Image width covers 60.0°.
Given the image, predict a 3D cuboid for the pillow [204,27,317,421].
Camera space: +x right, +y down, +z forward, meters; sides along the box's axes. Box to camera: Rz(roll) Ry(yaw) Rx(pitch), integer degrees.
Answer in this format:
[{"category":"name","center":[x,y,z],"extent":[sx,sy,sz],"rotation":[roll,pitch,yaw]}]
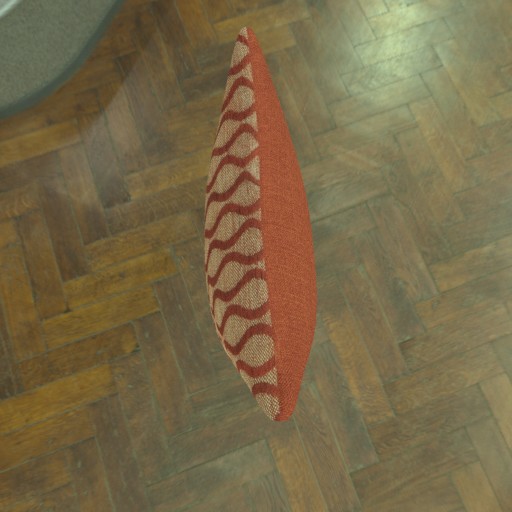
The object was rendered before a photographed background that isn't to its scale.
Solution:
[{"category":"pillow","center":[0.000,0.000,0.654],"extent":[0.159,0.434,0.429],"rotation":[-5,75,-1]}]
